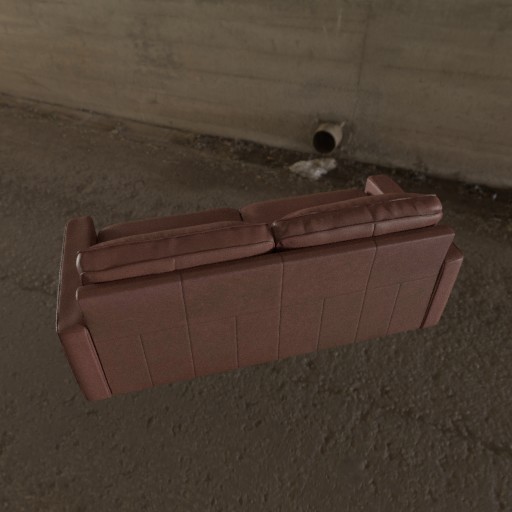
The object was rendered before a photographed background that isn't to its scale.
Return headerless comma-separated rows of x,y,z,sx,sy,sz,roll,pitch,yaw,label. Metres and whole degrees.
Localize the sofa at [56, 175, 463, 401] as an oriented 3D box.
0.000,0.000,2.548,2.080,0.919,0.940,-10,41,-11,sofa
